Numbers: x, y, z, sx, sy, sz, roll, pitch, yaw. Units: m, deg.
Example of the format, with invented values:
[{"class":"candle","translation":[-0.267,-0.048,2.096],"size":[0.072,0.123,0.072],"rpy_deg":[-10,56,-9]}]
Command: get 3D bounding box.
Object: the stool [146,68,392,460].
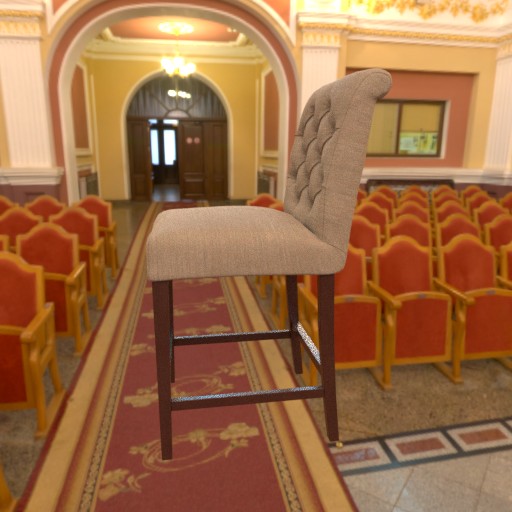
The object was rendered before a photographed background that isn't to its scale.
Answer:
[{"class":"stool","translation":[0.000,0.000,1.427],"size":[0.660,1.084,0.486],"rpy_deg":[-2,14,-9]}]
